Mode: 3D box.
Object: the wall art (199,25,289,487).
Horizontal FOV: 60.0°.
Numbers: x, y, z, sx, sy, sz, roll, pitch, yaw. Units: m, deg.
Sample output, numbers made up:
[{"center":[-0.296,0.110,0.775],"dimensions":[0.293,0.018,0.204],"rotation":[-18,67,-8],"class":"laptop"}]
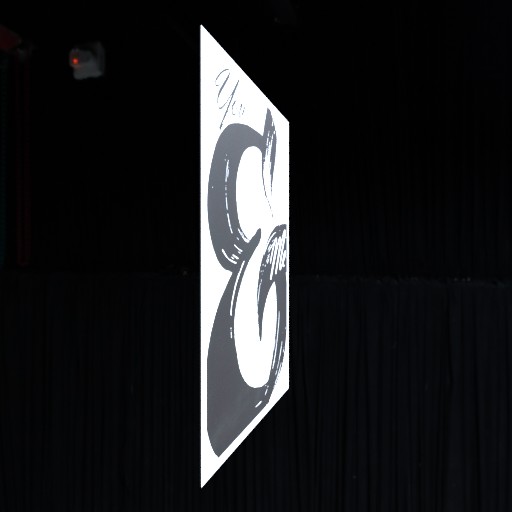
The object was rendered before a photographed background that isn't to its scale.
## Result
[{"center":[0.000,0.000,0.801],"dimensions":[0.003,0.609,0.457],"rotation":[0,0,19],"class":"wall art"}]
